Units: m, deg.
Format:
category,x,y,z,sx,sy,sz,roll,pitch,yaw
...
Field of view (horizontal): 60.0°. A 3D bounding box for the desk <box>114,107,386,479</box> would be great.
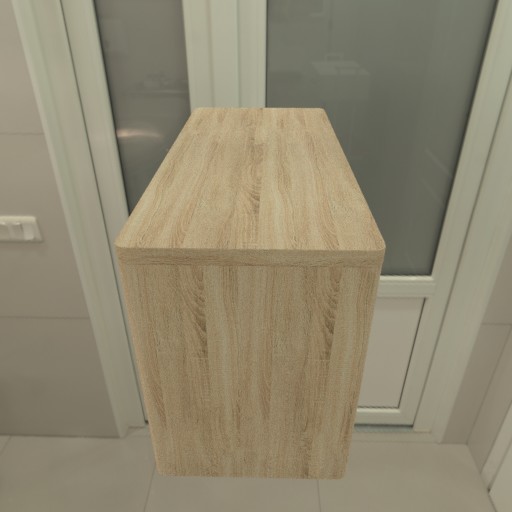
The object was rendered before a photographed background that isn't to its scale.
category,x,y,z,sx,sy,sz,roll,pitch,yaw
desk,0.000,0.000,1.585,0.550,0.760,1.200,1,31,1
